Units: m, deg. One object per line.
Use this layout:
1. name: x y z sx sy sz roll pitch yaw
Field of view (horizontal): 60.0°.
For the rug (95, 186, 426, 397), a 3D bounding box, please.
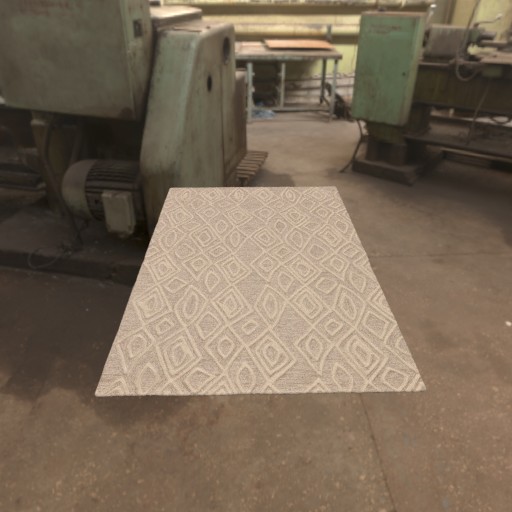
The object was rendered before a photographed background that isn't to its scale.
1. rug: 0.000 0.000 3.080 1.546 0.010 2.442 -1 32 -1
